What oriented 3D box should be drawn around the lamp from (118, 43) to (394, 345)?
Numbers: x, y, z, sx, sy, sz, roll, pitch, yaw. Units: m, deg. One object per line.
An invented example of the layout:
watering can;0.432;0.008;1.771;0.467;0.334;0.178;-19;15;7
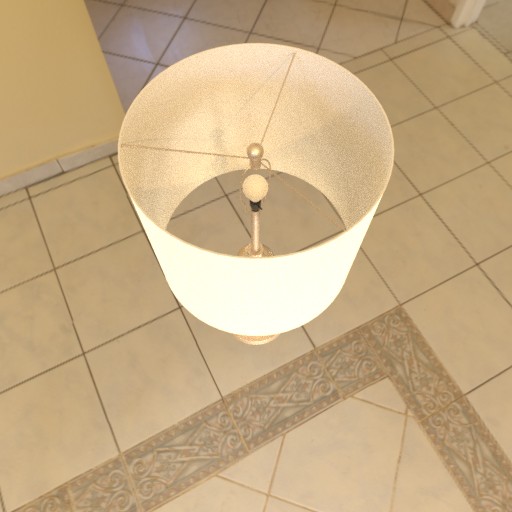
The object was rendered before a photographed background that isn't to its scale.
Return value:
lamp;0.000;0.000;0.684;0.277;0.538;0.277;-34;68;-16
